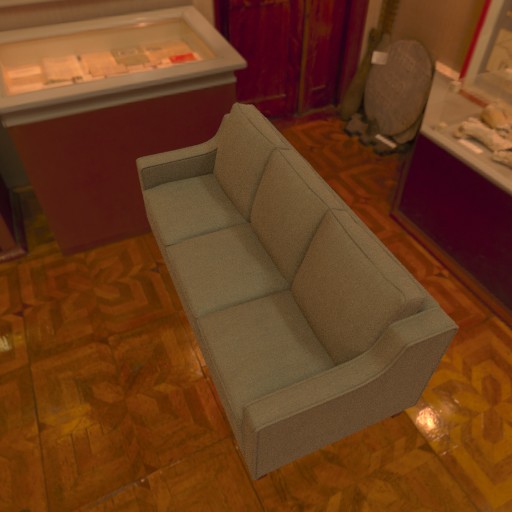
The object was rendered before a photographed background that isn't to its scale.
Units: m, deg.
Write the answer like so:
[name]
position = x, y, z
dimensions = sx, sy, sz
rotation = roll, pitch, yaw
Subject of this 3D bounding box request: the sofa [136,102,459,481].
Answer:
[sofa]
position = 0.000, 0.000, 2.506
dimensions = 0.911, 0.974, 1.986
rotation = -17, 47, -16
